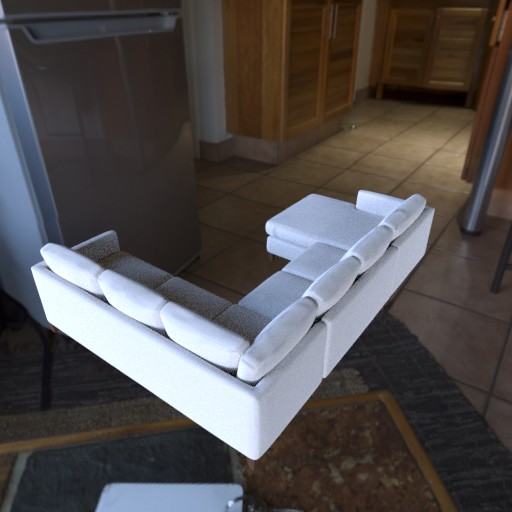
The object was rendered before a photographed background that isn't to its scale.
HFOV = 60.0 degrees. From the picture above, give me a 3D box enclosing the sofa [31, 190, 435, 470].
[{"bbox_3d":[0.000,0.000,4.641,2.593,0.956,3.459,21,37,31],"label":"sofa"}]
